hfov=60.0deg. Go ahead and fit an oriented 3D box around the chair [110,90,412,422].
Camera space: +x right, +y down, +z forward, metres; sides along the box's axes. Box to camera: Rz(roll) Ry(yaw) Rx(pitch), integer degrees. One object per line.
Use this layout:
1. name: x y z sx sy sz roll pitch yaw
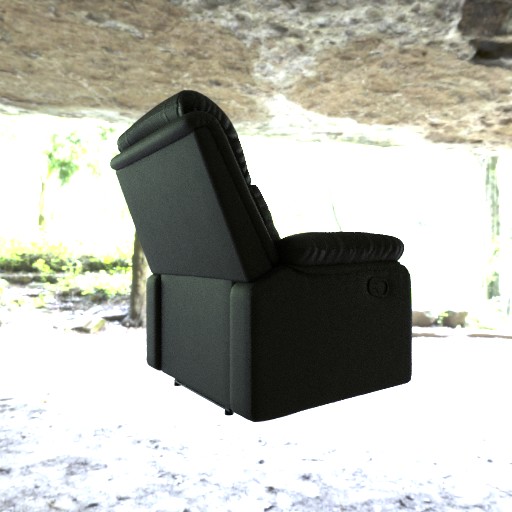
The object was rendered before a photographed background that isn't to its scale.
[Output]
1. chair: 0.000 0.000 1.684 0.919 0.992 0.855 0 0 -35
